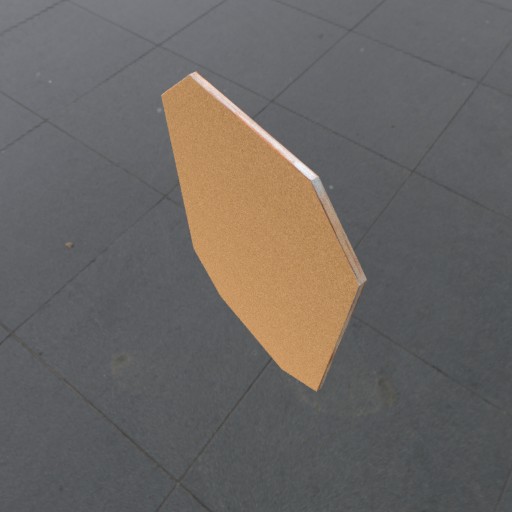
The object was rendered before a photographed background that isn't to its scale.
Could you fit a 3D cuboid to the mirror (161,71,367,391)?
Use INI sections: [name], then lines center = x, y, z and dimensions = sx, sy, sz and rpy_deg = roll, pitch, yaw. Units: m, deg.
[mirror]
center = 0.000, 0.000, 1.299
dimensions = 0.061, 1.015, 0.709
rpy_deg = -34, 63, -20
